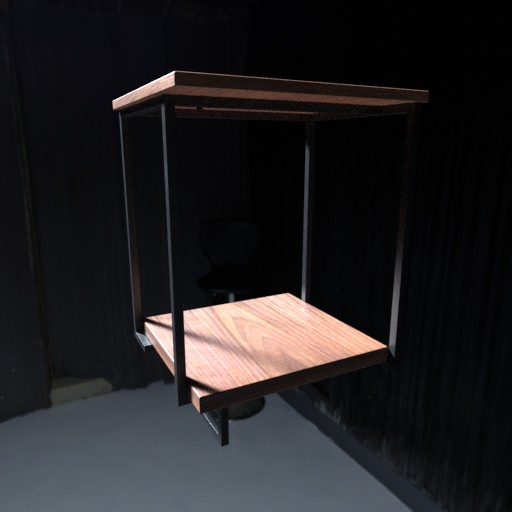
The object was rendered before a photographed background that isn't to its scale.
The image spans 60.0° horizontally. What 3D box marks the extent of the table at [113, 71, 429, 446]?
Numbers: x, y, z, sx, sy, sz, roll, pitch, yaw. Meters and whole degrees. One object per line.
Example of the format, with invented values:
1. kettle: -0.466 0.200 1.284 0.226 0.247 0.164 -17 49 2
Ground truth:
1. table: 0.000 0.000 0.832 0.411 0.567 0.384 -7 16 -27
